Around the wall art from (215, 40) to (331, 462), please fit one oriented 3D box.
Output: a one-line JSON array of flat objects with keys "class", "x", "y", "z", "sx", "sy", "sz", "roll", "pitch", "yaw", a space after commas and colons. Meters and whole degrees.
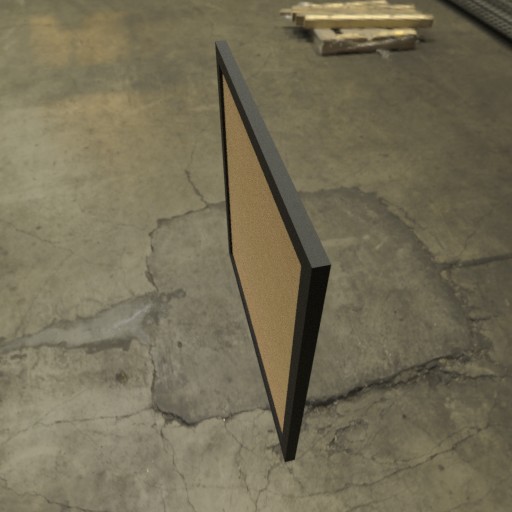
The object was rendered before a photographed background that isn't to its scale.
[{"class": "wall art", "x": 0.000, "y": 0.000, "z": 0.523, "sx": 0.013, "sy": 0.356, "sz": 0.356, "roll": -10, "pitch": 48, "yaw": -9}]
